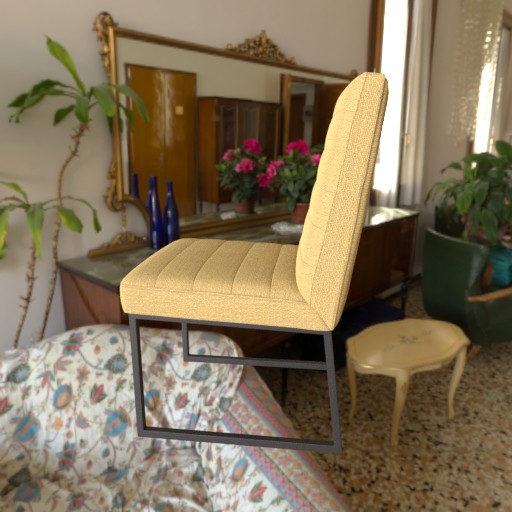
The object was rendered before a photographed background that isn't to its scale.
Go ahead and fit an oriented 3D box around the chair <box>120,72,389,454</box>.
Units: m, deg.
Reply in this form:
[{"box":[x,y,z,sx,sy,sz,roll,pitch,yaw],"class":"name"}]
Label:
[{"box":[0.000,0.000,1.292,0.634,0.930,0.520,2,14,7],"class":"chair"}]
